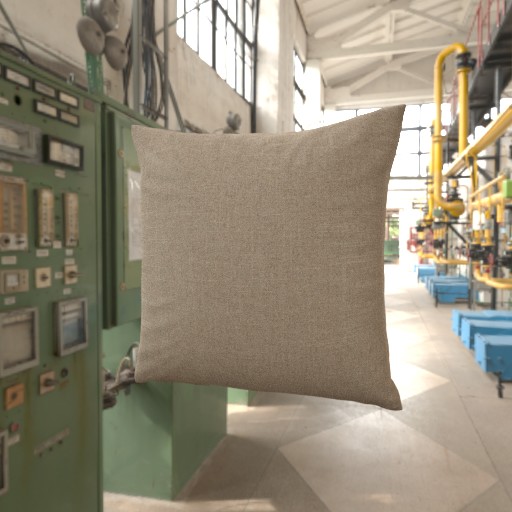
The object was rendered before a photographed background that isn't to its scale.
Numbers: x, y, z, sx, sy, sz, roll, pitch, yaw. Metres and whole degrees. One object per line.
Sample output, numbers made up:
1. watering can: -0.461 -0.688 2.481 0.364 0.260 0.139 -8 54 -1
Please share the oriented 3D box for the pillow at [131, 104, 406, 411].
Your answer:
1. pillow: 0.000 0.000 0.806 0.513 0.511 0.158 1 2 17
